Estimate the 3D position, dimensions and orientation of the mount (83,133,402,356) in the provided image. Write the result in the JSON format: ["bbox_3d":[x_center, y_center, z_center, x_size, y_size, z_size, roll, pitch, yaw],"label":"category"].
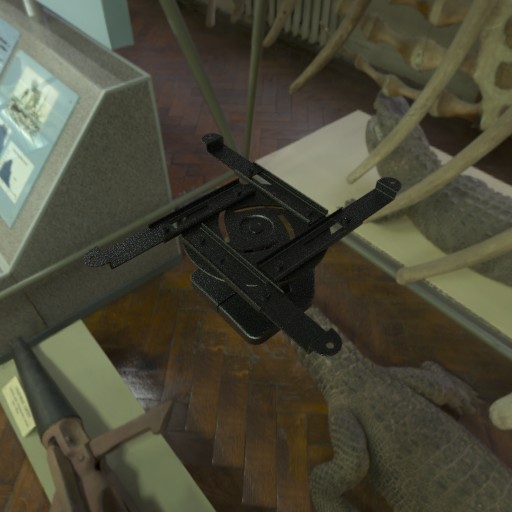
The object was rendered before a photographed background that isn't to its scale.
[{"bbox_3d":[0.000,0.000,0.606,0.394,0.141,0.394,-32,54,-27],"label":"mount"}]
